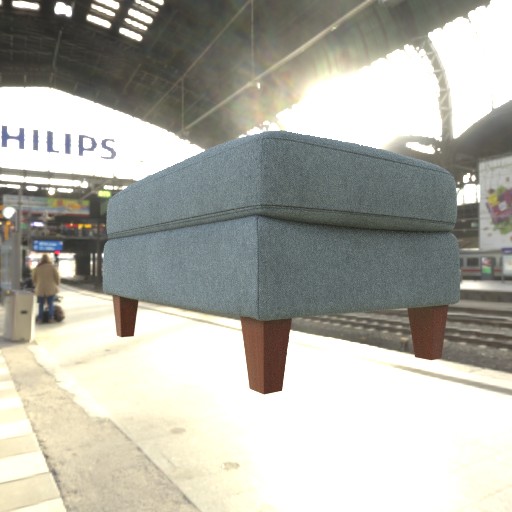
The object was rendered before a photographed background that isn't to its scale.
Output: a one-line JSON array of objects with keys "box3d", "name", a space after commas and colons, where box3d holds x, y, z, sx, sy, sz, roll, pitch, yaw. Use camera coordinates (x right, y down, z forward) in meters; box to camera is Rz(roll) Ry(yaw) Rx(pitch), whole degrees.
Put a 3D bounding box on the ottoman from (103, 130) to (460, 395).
[{"box3d": [0.000, 0.000, 1.200, 0.584, 0.483, 0.864, 1, -2, -35], "name": "ottoman"}]
